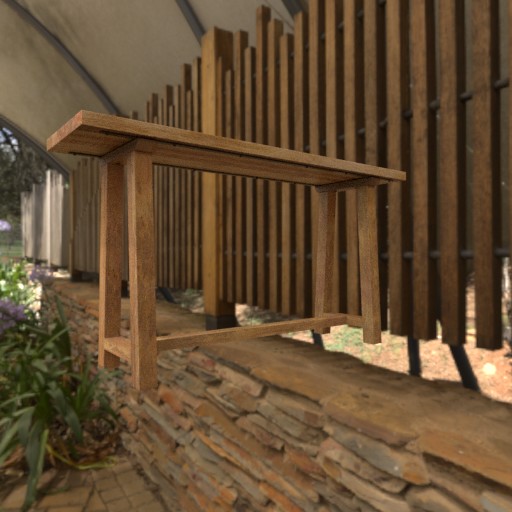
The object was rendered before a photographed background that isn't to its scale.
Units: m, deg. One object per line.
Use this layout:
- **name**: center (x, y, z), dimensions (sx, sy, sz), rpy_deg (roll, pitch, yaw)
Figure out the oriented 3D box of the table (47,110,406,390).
- **table**: center (0.000, 0.000, 1.848), dimensions (1.524, 0.810, 0.405), rpy_deg (0, 0, -38)
